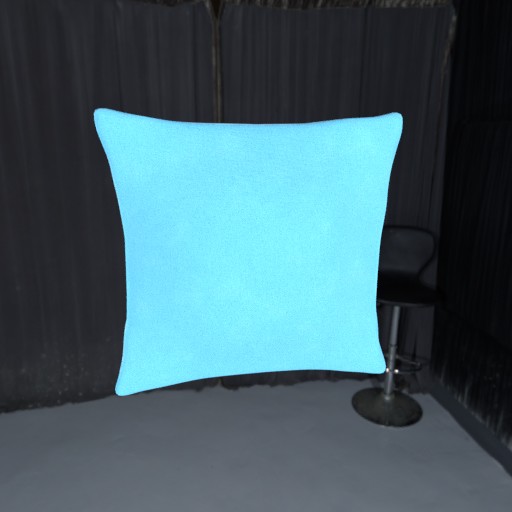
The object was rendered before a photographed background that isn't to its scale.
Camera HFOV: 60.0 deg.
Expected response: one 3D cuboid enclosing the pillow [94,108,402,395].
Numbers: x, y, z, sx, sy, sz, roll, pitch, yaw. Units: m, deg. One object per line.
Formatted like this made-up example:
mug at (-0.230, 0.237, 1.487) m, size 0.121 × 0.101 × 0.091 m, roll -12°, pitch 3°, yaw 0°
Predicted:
pillow at (0.000, 0.000, 0.664) m, size 0.433 × 0.415 × 0.151 m, roll -2°, pitch 15°, yaw -9°
